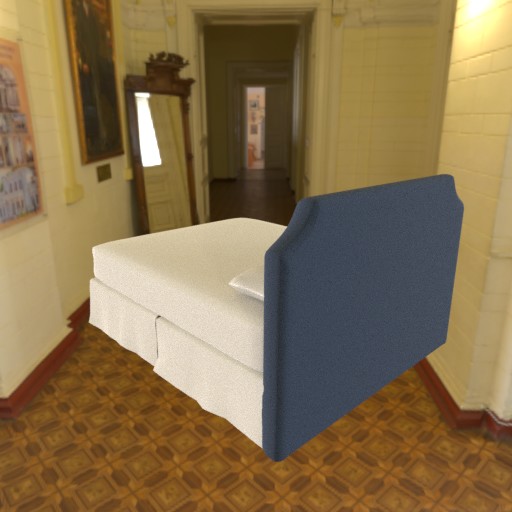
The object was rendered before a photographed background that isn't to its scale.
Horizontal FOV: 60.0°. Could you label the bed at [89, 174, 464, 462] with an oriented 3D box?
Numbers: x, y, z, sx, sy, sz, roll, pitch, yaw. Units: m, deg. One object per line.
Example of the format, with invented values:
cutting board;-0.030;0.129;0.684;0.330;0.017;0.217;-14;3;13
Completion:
bed;0.000;0.000;3.334;1.831;1.297;2.260;-15;23;-41
